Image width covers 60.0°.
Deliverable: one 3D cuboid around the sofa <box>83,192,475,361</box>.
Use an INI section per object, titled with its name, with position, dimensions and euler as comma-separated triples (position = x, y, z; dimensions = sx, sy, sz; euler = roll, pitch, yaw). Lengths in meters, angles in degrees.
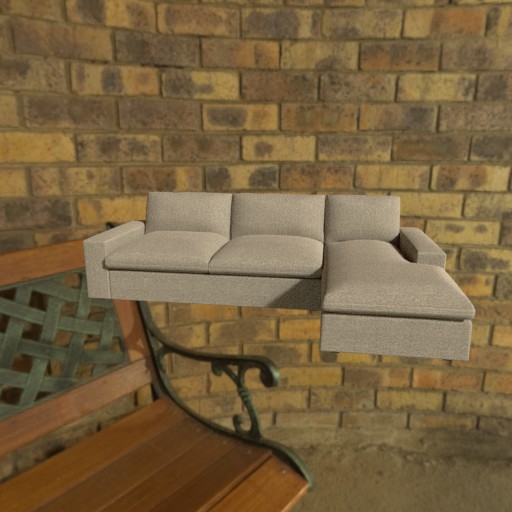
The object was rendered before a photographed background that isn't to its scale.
[sofa]
position = 0.000, 0.000, 3.423
dimensions = 2.718, 0.813, 1.689
euler = 2, 14, 9
